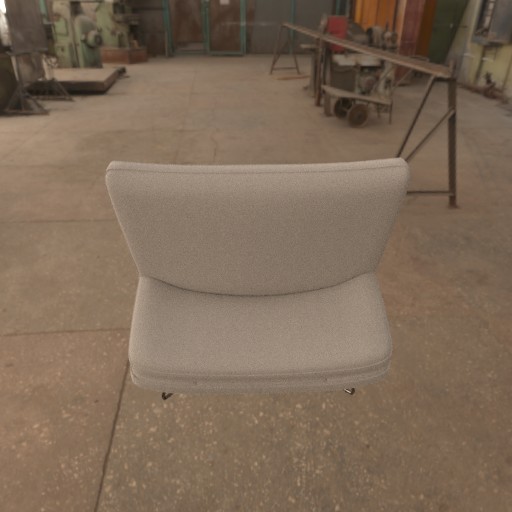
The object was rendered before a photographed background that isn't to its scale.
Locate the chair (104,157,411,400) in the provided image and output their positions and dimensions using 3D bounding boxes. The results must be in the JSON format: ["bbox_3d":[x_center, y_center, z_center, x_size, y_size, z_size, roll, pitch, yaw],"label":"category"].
[{"bbox_3d":[0.000,0.000,1.624,0.859,0.855,1.008,-1,30,-2],"label":"chair"}]
